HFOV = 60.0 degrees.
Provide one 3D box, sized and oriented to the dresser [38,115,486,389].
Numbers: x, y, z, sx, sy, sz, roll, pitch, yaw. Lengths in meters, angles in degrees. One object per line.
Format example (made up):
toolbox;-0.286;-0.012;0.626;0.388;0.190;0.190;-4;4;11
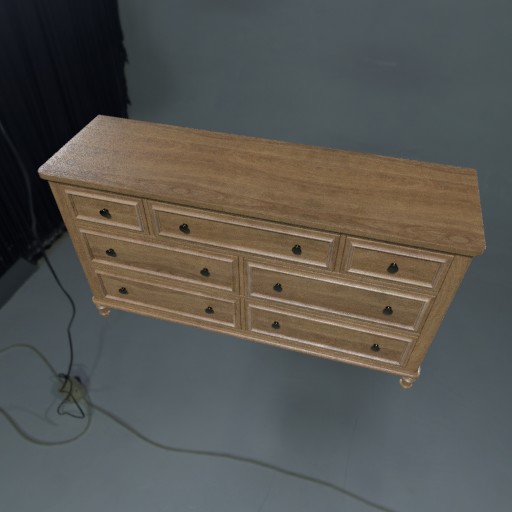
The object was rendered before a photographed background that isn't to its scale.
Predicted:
dresser;0.000;0.000;1.968;1.583;0.892;0.468;11;46;11
